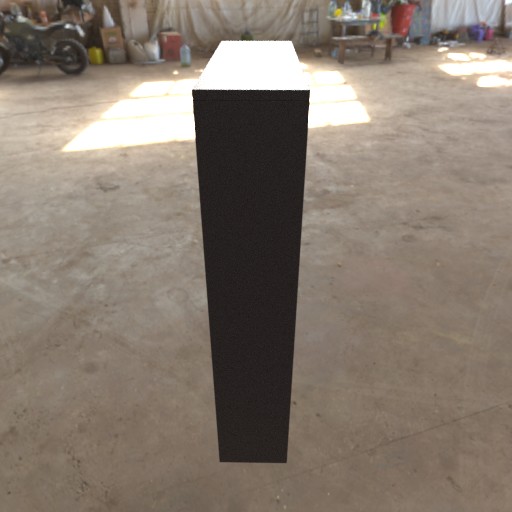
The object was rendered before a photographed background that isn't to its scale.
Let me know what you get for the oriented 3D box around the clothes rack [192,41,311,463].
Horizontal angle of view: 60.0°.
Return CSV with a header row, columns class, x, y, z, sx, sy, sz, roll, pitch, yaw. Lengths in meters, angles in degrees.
class,x,y,z,sx,sy,sz,roll,pitch,yaw
clothes rack,0.000,0.000,1.558,0.250,1.280,0.750,0,33,1
